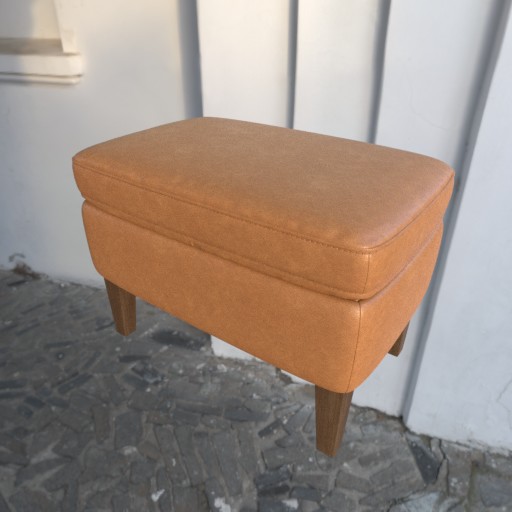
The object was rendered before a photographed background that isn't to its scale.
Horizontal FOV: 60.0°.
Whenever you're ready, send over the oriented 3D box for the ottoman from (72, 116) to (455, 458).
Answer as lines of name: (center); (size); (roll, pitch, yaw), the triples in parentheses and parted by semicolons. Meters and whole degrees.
ottoman: (0.000, 0.000, 0.950); (0.670, 0.480, 0.420); (20, 36, 30)
